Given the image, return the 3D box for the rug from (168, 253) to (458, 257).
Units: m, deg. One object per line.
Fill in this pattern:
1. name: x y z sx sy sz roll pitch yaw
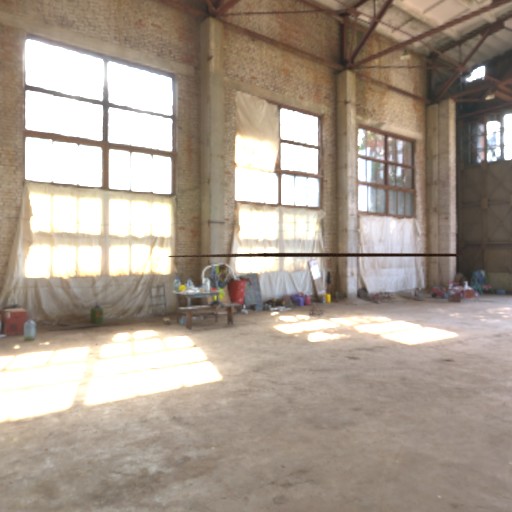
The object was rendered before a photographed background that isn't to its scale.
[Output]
1. rug: 0.000 0.000 2.655 0.769 0.012 2.448 0 0 -18
